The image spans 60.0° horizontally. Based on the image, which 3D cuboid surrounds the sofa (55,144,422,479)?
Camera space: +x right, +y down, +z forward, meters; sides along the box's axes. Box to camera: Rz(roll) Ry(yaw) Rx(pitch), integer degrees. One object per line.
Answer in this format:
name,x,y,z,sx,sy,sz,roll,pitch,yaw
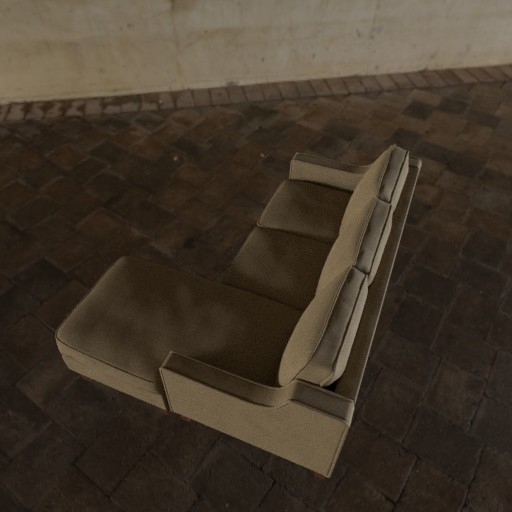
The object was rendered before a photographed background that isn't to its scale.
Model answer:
sofa,0.000,0.000,3.213,1.858,1.066,2.317,17,48,15
